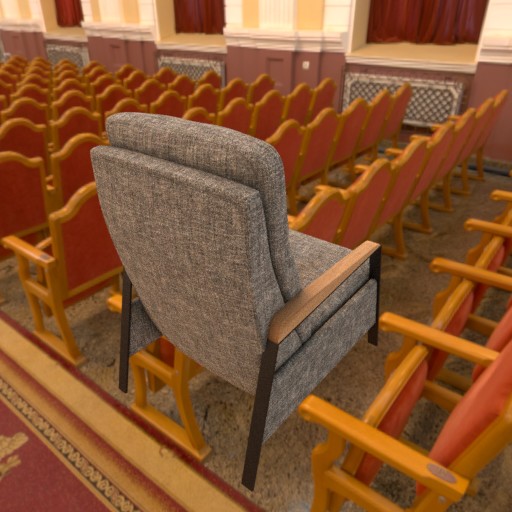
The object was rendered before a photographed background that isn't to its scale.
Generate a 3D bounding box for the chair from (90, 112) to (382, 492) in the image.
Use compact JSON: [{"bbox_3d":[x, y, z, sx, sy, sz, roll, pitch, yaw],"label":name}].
[{"bbox_3d":[0.000,0.000,1.577,0.671,1.042,0.868,22,36,33],"label":"chair"}]
